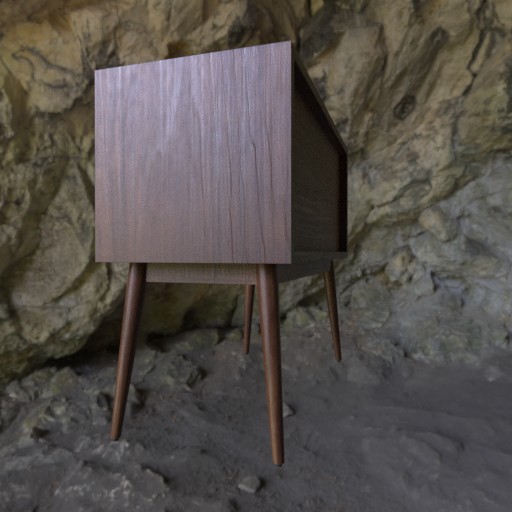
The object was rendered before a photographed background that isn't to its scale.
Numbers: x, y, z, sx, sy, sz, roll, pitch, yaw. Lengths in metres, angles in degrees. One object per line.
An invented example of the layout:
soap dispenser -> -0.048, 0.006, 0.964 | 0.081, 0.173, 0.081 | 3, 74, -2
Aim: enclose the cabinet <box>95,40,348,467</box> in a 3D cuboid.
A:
cabinet -> 0.000, 0.000, 1.076 | 0.354, 0.654, 0.743 | 0, 0, 18
